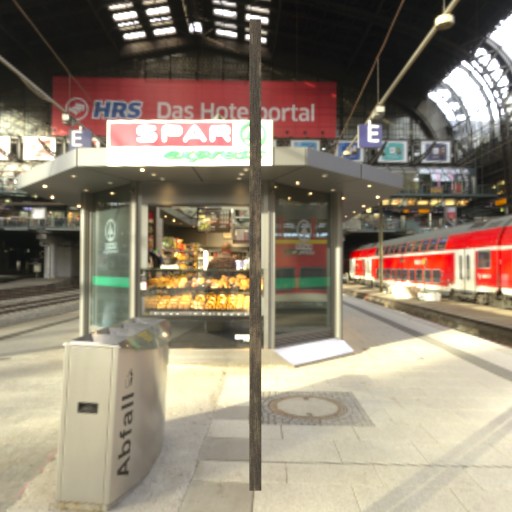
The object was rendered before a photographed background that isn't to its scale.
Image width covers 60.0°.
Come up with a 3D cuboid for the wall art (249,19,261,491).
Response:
[{"bbox_3d":[0.000,0.000,1.407,0.029,1.066,0.812,0,-1,0],"label":"wall art"}]
